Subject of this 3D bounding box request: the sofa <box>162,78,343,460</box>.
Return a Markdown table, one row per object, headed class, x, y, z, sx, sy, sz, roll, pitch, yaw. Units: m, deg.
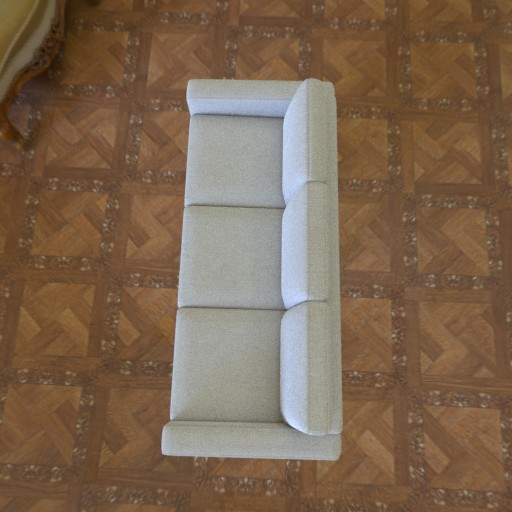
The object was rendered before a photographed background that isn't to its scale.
| class | x | y | z | sx | sy | sz | roll | pitch | yaw |
| --- | --- | --- | --- | --- | --- | --- | --- | --- | --- |
| sofa | 0.000 | 0.000 | 2.568 | 0.900 | 0.800 | 2.120 | 1 | 76 | 0 |
